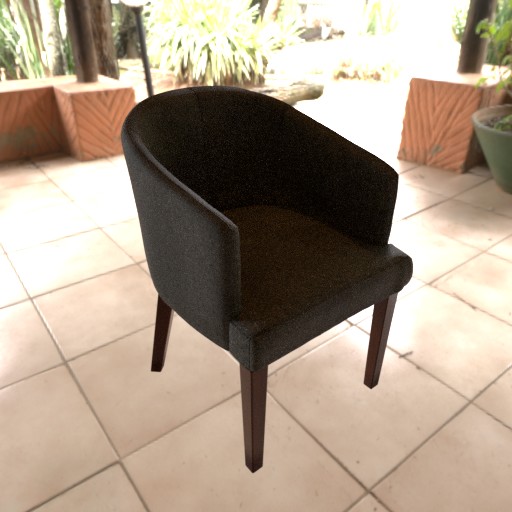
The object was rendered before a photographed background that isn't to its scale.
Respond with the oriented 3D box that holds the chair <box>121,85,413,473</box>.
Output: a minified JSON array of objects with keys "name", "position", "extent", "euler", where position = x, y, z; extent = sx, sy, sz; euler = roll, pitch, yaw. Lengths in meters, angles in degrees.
[{"name":"chair","position":[0.000,0.000,1.228],"extent":[0.583,0.811,0.655],"euler":[-22,36,-32]}]
